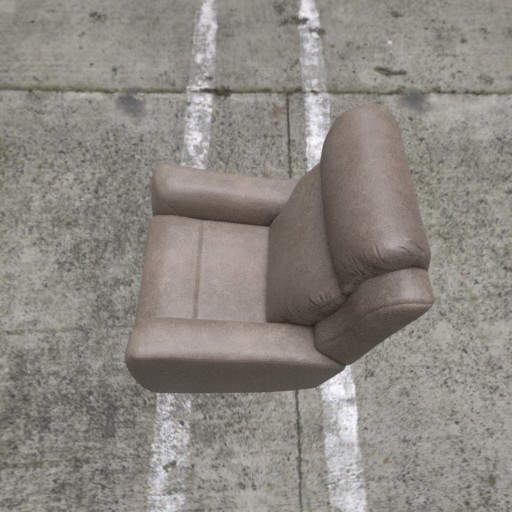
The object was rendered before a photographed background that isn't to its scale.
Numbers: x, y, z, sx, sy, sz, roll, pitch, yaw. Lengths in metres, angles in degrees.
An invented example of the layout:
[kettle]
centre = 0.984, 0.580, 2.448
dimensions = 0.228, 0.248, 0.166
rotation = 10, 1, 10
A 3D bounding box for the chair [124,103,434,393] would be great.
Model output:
[chair]
centre = 0.000, 0.000, 1.892
dimensions = 1.068, 1.116, 0.967
rotation = 0, 59, 0
